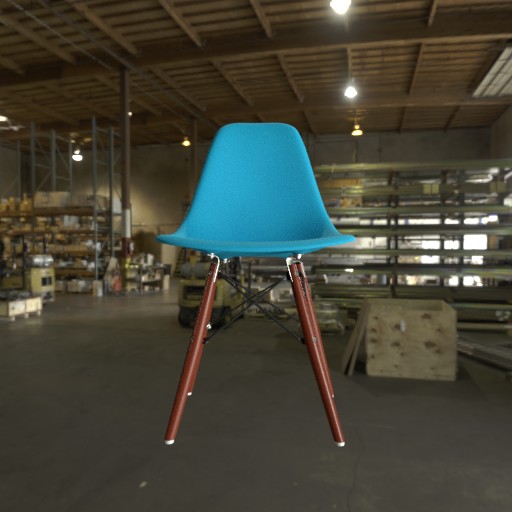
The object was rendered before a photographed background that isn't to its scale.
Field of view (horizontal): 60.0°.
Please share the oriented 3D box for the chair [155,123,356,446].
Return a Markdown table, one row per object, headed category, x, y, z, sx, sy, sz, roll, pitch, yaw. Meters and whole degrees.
| category | x | y | z | sx | sy | sz | roll | pitch | yaw |
| --- | --- | --- | --- | --- | --- | --- | --- | --- | --- |
| chair | 0.000 | 0.000 | 1.151 | 0.470 | 0.826 | 0.533 | 0 | 1 | 1 |
